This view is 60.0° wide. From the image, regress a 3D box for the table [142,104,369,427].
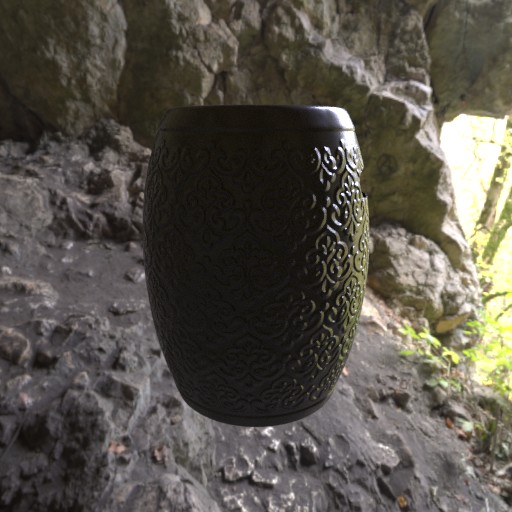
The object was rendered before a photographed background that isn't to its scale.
[{"bbox_3d":[0.000,0.000,0.628,0.309,0.397,0.309,0,16,0],"label":"table"}]
